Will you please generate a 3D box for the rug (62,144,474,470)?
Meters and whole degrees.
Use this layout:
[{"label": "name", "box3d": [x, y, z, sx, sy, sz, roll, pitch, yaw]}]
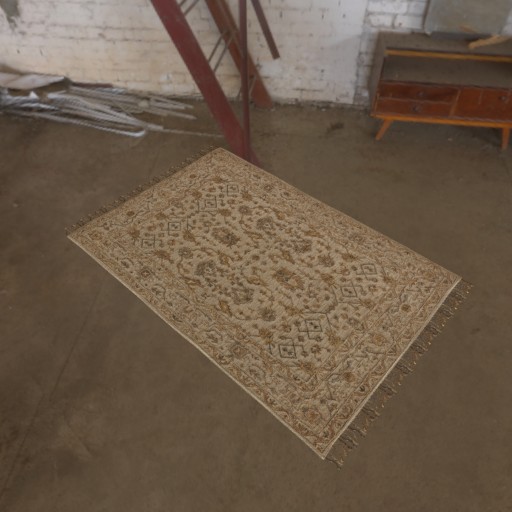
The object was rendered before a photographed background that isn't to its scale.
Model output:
[{"label": "rug", "box3d": [0.000, 0.000, 3.018, 2.434, 0.027, 1.529, 34, 55, 27]}]
